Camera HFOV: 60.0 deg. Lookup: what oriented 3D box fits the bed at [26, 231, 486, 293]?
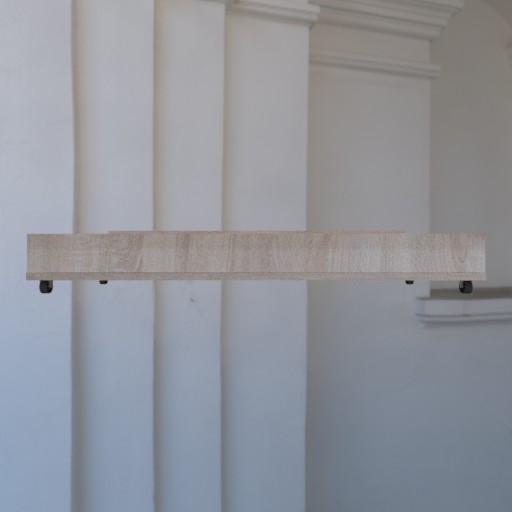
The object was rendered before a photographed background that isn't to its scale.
[{"bbox_3d":[0.000,0.000,1.483,1.200,0.209,0.685,0,0,0],"label":"bed"}]
